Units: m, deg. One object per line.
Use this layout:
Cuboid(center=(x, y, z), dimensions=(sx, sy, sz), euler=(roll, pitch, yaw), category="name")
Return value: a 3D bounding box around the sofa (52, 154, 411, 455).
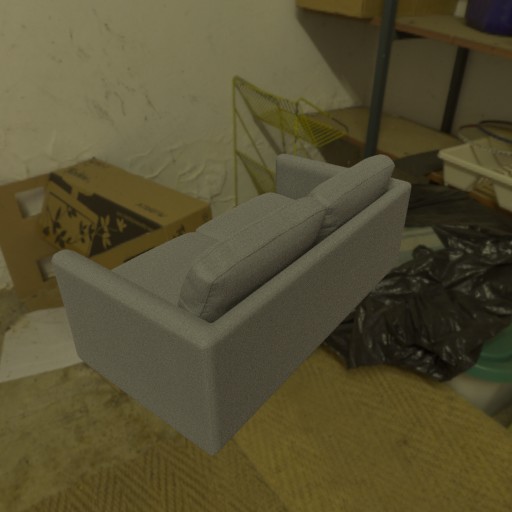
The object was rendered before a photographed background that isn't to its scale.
Cuboid(center=(0.000, 0.000, 2.299), dimensions=(0.940, 0.866, 1.713), euler=(21, 37, 32), category="sofa")
